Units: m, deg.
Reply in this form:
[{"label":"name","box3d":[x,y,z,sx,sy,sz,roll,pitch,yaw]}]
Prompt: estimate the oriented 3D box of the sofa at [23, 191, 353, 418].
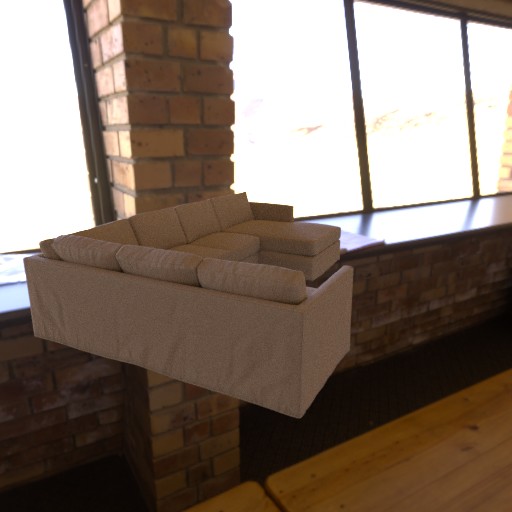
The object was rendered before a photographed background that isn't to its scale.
[{"label":"sofa","box3d":[0.000,0.000,4.535,2.427,0.882,3.460,8,18,26]}]
